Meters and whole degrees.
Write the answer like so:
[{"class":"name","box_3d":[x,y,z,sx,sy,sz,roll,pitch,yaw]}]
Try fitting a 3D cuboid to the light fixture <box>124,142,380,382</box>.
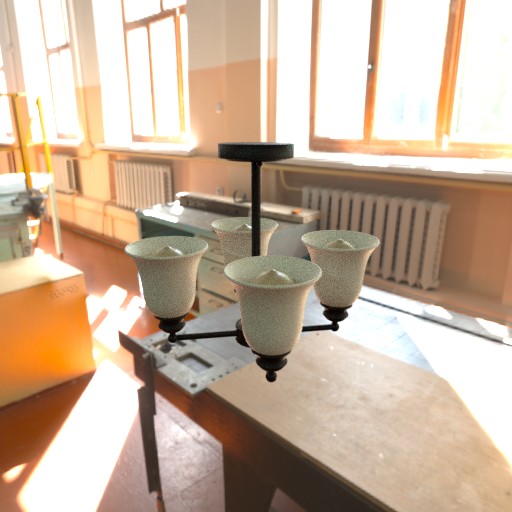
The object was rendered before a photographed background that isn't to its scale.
[{"class":"light fixture","box_3d":[0.000,0.000,1.878,1.069,0.925,1.069,-3,17,-9]}]
